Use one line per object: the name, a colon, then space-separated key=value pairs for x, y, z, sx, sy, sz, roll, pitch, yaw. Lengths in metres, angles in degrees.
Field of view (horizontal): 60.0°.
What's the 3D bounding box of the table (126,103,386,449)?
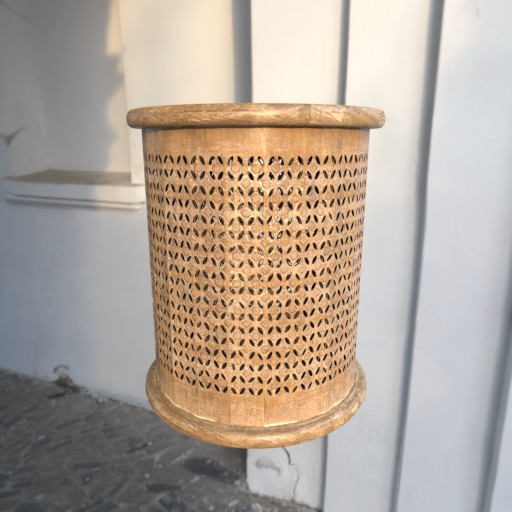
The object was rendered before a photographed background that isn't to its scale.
table: x=0.000 y=0.000 z=0.781 sx=0.407 sy=0.482 sz=0.407 roll=0 pitch=15 yaw=0
